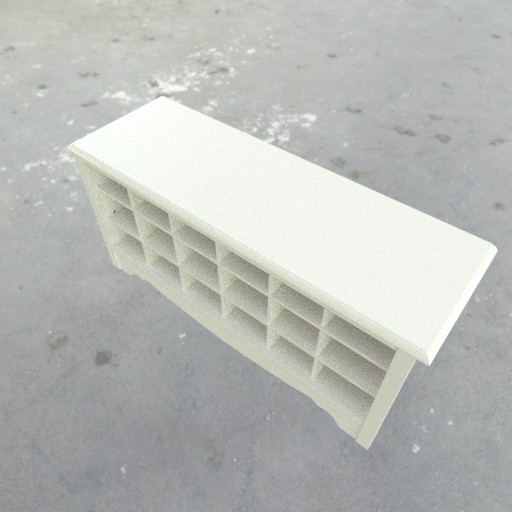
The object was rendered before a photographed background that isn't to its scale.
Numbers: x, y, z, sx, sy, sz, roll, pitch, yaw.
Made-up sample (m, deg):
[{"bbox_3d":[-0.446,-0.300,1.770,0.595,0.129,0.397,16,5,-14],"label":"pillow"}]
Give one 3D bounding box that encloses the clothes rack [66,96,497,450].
[{"bbox_3d":[0.000,0.000,1.449,1.218,0.558,0.405,31,55,25],"label":"clothes rack"}]
